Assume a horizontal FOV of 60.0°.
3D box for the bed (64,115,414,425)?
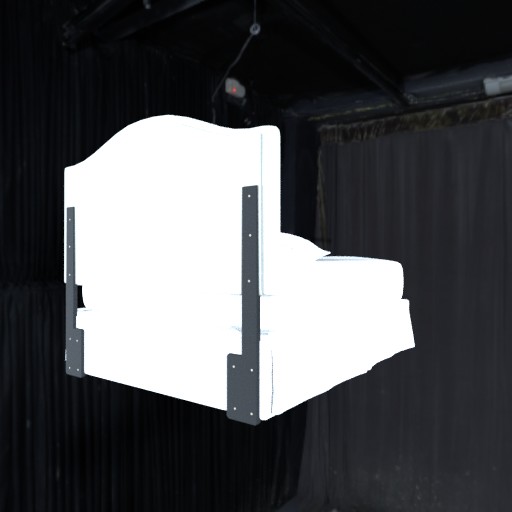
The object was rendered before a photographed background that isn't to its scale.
[{"bbox_3d":[0.000,0.000,3.432,1.813,1.607,2.180,0,0,36],"label":"bed"}]
